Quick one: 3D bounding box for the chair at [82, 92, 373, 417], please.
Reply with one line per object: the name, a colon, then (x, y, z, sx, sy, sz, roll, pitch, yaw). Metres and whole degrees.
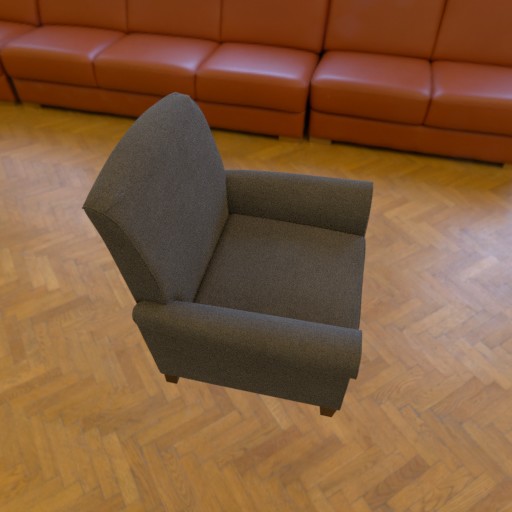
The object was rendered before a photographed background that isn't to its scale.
chair: (0.000, 0.000, 1.803, 0.905, 1.061, 0.978, 9, 46, 9)
